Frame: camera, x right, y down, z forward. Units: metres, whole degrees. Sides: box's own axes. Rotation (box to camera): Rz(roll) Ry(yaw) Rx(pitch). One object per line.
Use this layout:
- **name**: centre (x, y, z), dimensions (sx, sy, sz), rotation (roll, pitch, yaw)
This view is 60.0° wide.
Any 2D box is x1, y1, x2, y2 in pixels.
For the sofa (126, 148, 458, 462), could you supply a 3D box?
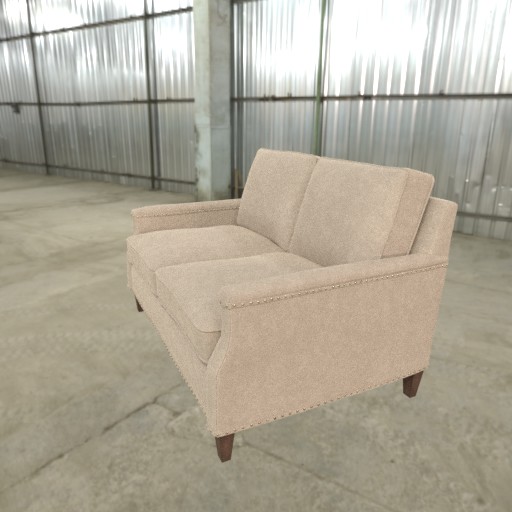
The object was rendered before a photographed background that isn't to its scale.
- **sofa**: centre (0.000, 0.000, 2.279), dimensions (1.084, 1.002, 1.597), rotation (-8, 19, -25)
